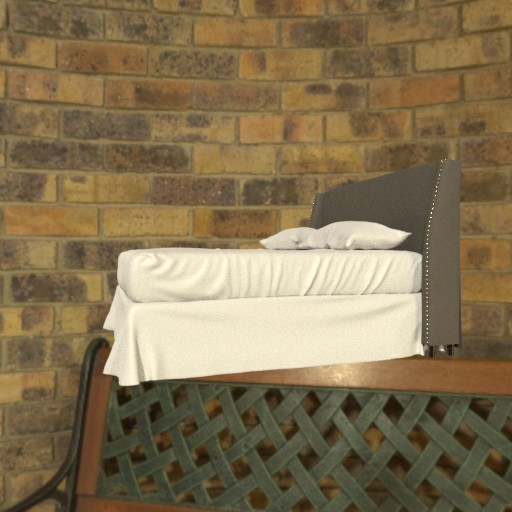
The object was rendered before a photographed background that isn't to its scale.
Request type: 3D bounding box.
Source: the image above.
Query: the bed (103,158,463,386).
[{"bbox_3d":[0.000,0.000,3.479,2.276,1.332,1.925,0,1,-19],"label":"bed"}]
